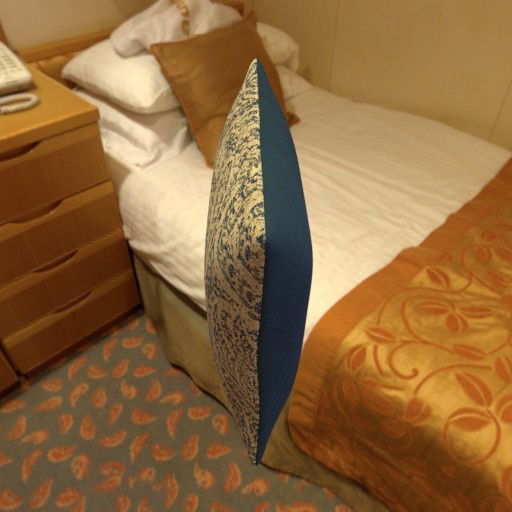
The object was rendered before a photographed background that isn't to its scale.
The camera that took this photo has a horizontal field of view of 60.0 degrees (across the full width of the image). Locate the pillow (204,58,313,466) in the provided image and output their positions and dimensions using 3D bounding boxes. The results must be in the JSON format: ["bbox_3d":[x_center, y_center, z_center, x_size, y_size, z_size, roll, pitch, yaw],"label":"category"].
[{"bbox_3d":[0.000,0.000,0.782,0.166,0.510,0.523,-1,42,-1],"label":"pillow"}]
